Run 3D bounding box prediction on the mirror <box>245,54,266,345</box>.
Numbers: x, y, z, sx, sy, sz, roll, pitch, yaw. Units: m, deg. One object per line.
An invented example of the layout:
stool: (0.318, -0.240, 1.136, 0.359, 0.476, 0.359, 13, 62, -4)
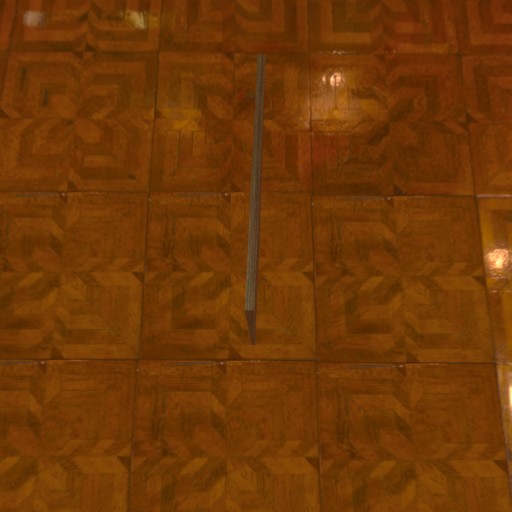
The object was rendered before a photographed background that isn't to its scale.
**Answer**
mirror: (0.000, 0.000, 2.292, 0.025, 2.032, 0.812, 2, 76, 1)
